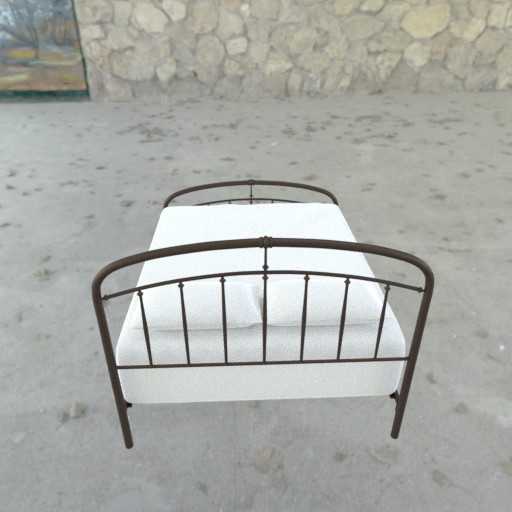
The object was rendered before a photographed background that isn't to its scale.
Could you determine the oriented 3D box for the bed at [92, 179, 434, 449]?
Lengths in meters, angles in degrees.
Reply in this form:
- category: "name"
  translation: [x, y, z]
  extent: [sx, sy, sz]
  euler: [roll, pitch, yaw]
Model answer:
- category: "bed"
  translation: [0.000, 0.000, 3.311]
  extent: [1.711, 1.425, 2.180]
  euler: [-1, 30, -2]
